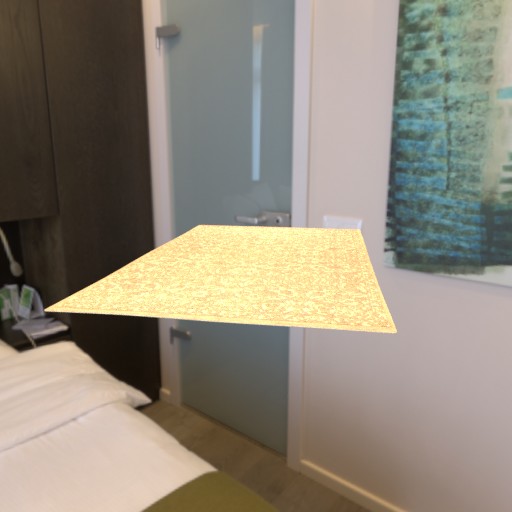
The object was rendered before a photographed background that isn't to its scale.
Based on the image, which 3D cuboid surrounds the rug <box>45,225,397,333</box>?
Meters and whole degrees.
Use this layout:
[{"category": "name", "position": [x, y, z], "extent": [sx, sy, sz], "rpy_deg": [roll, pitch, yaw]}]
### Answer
[{"category": "rug", "position": [0.000, 0.000, 3.026], "extent": [1.529, 0.012, 2.435], "rpy_deg": [2, 13, 9]}]
